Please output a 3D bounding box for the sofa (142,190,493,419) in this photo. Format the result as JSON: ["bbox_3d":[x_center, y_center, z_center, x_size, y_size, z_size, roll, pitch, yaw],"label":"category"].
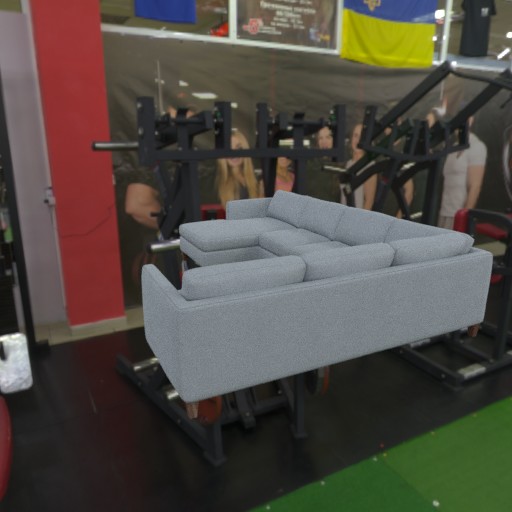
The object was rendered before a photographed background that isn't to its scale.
[{"bbox_3d":[0.000,0.000,4.319,2.551,0.853,3.238,-8,18,-25],"label":"sofa"}]
